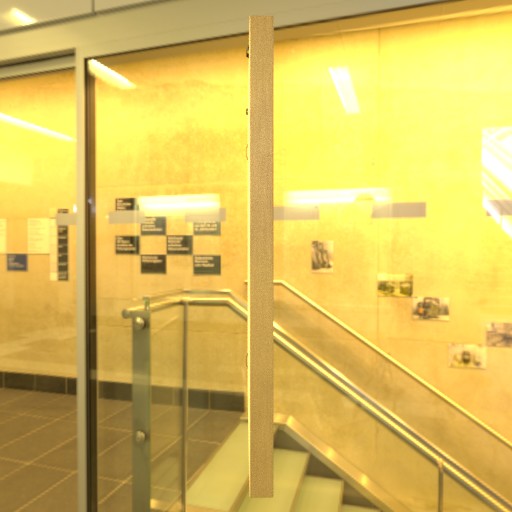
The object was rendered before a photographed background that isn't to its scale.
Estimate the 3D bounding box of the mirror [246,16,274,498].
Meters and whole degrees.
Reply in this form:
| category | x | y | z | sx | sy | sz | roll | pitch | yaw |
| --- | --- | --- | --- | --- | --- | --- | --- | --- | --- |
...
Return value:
| category | x | y | z | sx | sy | sz | roll | pitch | yaw |
| --- | --- | --- | --- | --- | --- | --- | --- | --- | --- |
| mirror | 0.000 | 0.000 | 0.906 | 0.040 | 0.710 | 0.507 | 0 | 1 | -1 |
